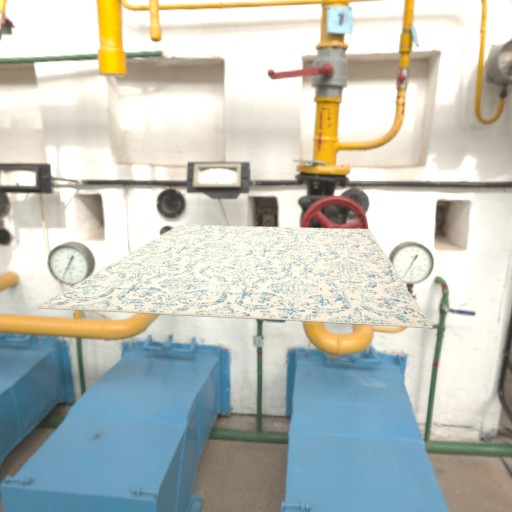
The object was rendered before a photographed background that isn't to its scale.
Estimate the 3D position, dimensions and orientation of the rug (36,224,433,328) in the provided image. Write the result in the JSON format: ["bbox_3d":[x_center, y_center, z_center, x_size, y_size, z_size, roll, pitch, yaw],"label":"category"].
[{"bbox_3d":[0.000,0.000,4.024,2.363,0.012,2.980,2,14,7],"label":"rug"}]
